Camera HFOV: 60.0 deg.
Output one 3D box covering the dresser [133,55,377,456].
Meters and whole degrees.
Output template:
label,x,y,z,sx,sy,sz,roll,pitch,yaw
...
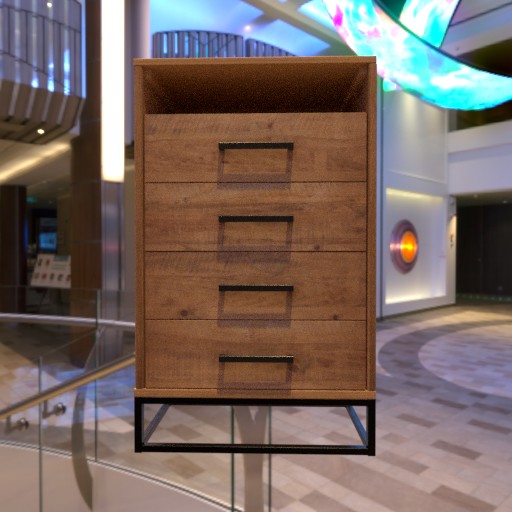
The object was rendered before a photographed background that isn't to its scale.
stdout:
label,x,y,z,sx,sy,sz,roll,pitch,yaw
dresser,0.000,0.000,1.596,0.761,1.240,0.479,0,1,2
